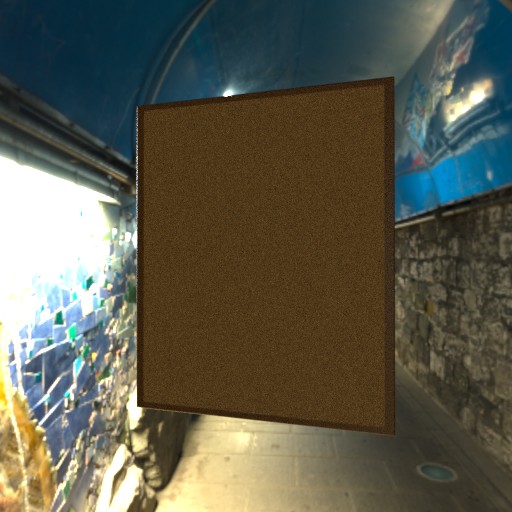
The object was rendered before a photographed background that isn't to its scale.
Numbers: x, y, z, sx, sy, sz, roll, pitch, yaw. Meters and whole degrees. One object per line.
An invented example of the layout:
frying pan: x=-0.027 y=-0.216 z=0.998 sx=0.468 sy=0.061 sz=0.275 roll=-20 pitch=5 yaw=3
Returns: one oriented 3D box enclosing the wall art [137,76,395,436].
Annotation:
wall art: x=0.000 y=0.000 z=0.751 sx=0.449 sy=0.550 sz=0.021 roll=0 pitch=0 yaw=17
